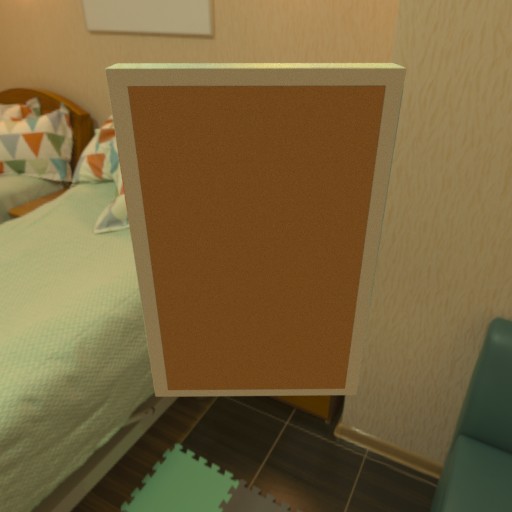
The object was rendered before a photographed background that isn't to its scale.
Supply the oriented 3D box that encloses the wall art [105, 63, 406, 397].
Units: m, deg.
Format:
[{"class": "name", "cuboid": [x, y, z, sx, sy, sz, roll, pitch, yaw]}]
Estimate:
[{"class": "wall art", "cuboid": [0.000, 0.000, 0.477, 0.251, 0.380, 0.039, 0, 29, -1]}]
